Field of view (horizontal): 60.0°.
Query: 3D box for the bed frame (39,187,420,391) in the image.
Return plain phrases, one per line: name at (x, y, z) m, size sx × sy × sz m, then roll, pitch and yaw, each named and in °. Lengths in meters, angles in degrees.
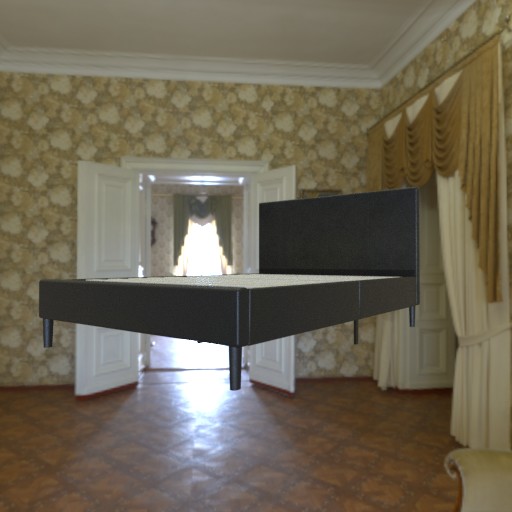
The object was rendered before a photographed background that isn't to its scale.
bed frame at (0.000, 0.000, 2.931) m, size 1.469 × 1.046 × 2.152 m, roll -1°, pitch -1°, yaw 37°
